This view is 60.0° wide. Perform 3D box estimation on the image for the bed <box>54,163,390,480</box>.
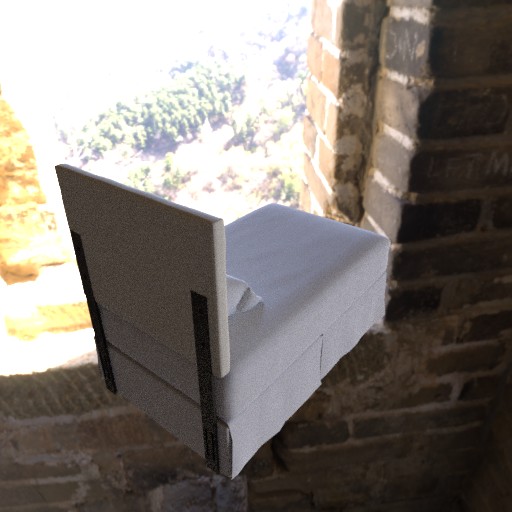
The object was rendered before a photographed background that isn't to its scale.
[{"bbox_3d":[0.000,0.000,3.039,1.261,1.571,1.997,21,36,33],"label":"bed"}]
